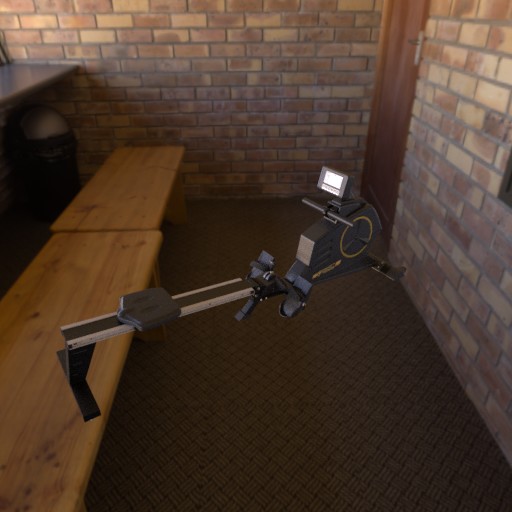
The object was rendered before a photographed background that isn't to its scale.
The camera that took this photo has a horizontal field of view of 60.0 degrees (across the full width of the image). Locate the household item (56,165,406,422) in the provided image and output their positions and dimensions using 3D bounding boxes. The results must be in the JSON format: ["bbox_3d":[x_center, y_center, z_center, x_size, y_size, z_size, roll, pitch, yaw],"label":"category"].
[{"bbox_3d":[0.000,0.000,2.571,2.251,0.810,0.521,-19,35,-29],"label":"household item"}]
